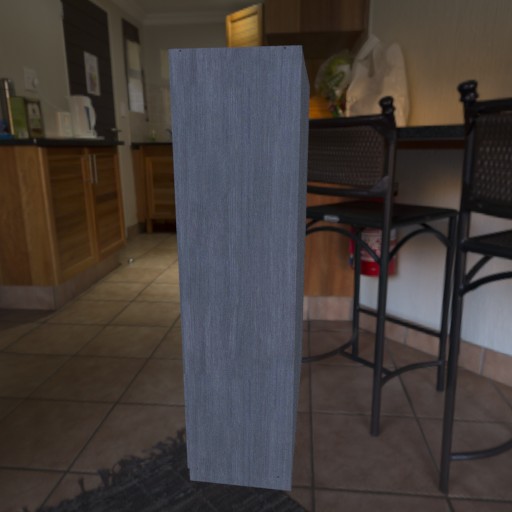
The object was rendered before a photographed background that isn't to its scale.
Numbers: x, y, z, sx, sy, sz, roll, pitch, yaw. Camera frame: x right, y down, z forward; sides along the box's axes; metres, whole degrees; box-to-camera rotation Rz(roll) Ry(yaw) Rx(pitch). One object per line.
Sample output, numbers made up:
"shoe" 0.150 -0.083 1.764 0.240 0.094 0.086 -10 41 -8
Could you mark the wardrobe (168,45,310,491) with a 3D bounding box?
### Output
"wardrobe" 0.000 0.000 2.474 0.510 1.910 1.290 2 15 8
